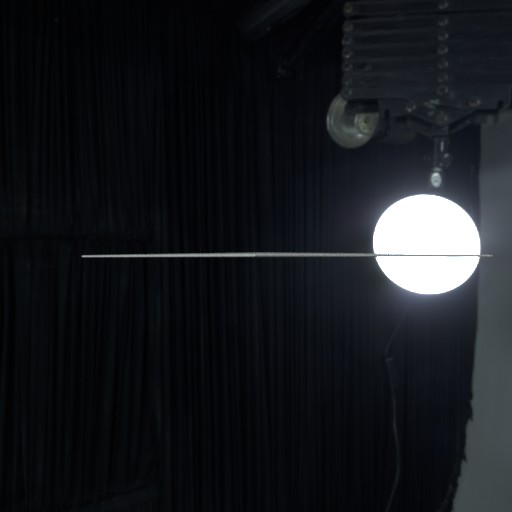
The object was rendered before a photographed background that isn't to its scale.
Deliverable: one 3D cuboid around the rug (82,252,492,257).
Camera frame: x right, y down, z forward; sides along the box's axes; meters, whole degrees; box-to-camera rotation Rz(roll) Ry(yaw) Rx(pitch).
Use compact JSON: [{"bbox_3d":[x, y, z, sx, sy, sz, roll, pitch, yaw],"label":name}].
[{"bbox_3d":[0.000,0.000,2.860,1.608,0.014,2.213,0,0,-36],"label":"rug"}]
